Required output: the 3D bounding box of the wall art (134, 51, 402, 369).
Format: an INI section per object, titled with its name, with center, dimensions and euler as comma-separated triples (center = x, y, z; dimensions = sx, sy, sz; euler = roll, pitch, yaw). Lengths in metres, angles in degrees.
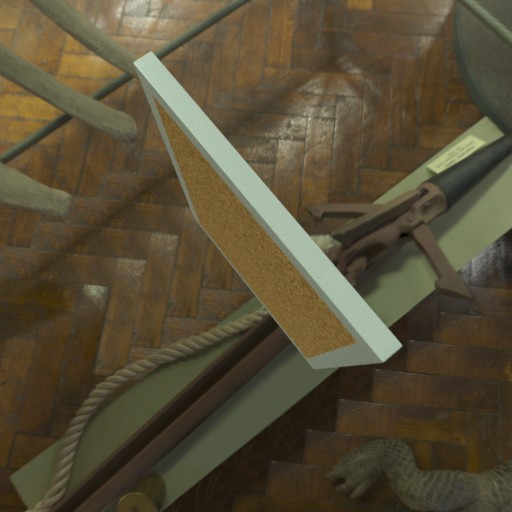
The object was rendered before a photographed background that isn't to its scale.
[wall art]
center = 0.000, 0.000, 0.765
dimensions = 0.028, 0.556, 0.454
euler = -37, 78, -9
